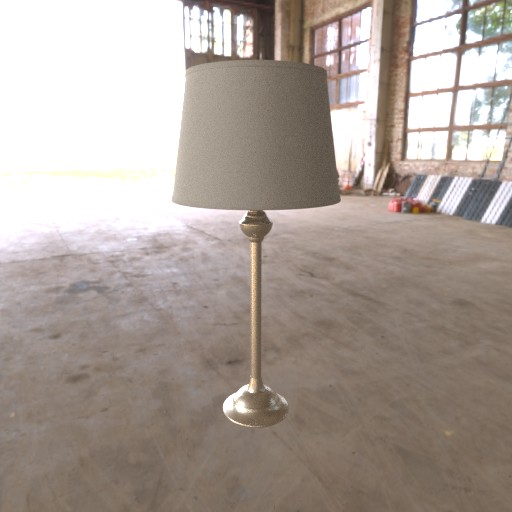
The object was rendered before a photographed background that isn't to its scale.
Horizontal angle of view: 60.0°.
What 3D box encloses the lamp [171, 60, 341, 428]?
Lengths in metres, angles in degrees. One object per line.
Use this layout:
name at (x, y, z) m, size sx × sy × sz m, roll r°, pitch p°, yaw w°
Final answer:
lamp at (0.000, 0.000, 0.906) m, size 0.331 × 0.698 × 0.331 m, roll 0°, pitch 14°, yaw 0°
